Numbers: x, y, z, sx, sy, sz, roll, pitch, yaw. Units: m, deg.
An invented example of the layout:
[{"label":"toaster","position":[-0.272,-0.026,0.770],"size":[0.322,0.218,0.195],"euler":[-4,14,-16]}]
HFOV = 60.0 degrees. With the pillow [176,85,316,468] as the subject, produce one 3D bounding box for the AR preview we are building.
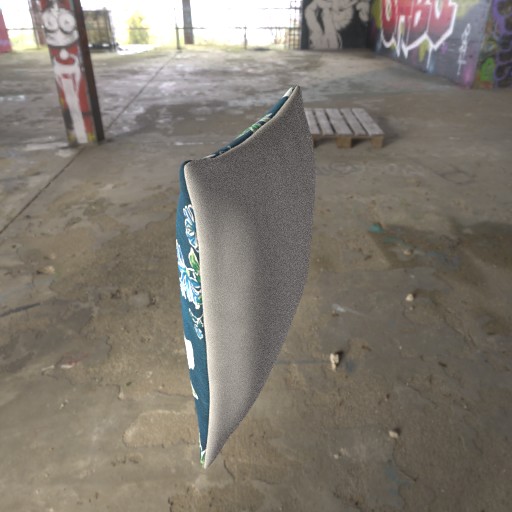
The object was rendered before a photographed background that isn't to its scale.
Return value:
[{"label":"pillow","position":[0.000,0.000,0.799],"size":[0.166,0.508,0.525],"euler":[9,31,15]}]
